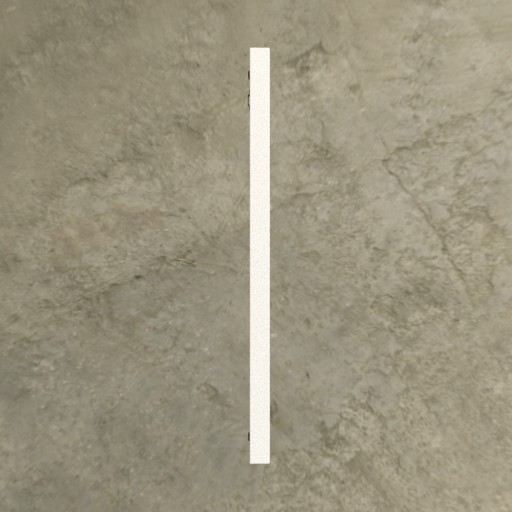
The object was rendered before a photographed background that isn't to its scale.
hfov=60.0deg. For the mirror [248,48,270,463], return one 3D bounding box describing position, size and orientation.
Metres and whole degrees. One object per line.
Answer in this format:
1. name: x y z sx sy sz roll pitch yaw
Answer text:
1. mirror: 0.000 0.000 1.320 0.041 1.016 0.762 0 90 -1
